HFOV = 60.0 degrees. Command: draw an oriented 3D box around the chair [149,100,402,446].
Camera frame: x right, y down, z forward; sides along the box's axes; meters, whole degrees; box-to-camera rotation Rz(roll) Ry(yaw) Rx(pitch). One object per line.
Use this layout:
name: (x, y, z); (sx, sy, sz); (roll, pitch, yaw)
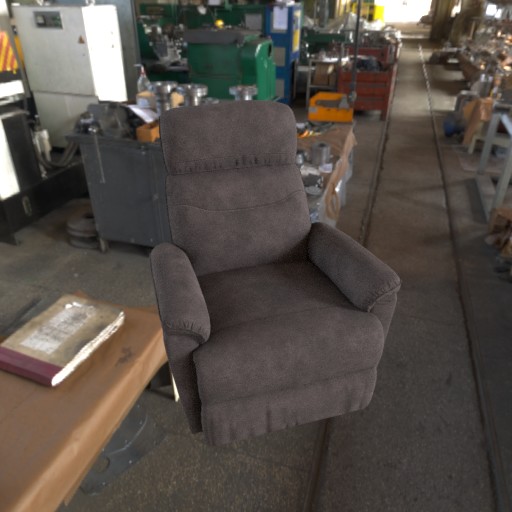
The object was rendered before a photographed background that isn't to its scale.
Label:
chair: (0.000, 0.000, 1.778); (0.830, 1.035, 1.009); (-8, 31, -14)
